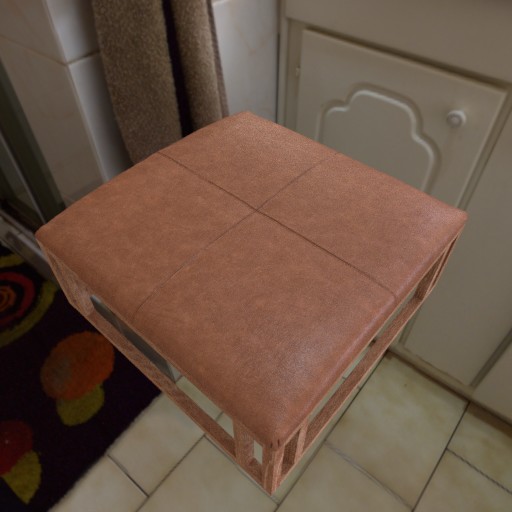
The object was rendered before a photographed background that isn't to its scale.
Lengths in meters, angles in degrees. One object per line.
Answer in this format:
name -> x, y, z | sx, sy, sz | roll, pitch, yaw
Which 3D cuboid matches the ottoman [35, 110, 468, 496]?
ottoman -> 0.000, 0.000, 1.558 | 1.016, 0.442, 1.013 | 33, 56, 26
